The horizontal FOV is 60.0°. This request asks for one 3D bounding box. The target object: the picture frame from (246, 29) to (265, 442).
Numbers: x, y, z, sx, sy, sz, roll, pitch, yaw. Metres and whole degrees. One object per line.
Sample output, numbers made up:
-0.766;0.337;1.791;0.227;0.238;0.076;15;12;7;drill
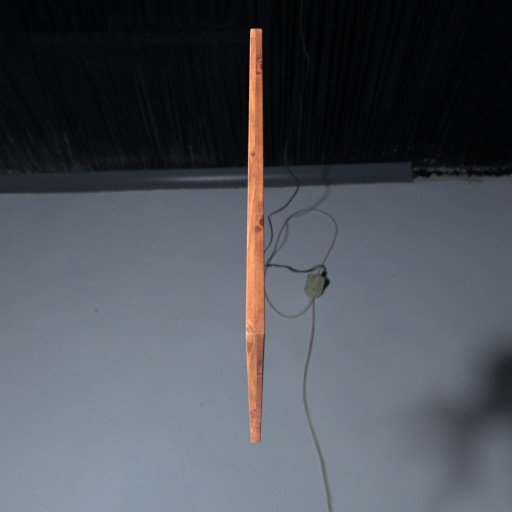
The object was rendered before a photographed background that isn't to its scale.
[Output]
0.000;0.000;1.215;0.029;0.817;0.810;0;57;0;picture frame
